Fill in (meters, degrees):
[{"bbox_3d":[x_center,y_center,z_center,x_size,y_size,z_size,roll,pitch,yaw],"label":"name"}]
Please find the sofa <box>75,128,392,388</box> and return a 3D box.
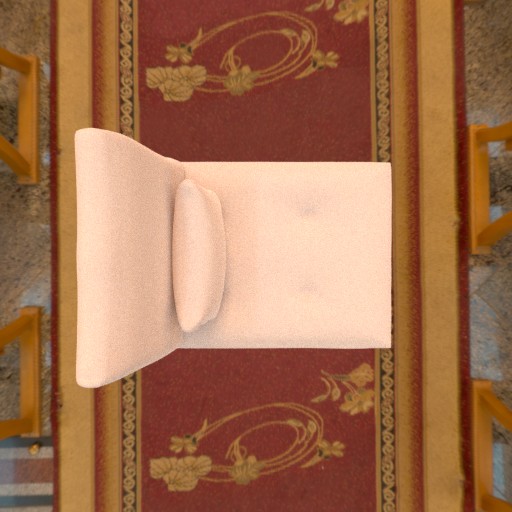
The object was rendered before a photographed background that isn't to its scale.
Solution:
[{"bbox_3d":[0.000,0.000,1.528,1.000,0.820,0.700,0,91,0],"label":"sofa"}]
